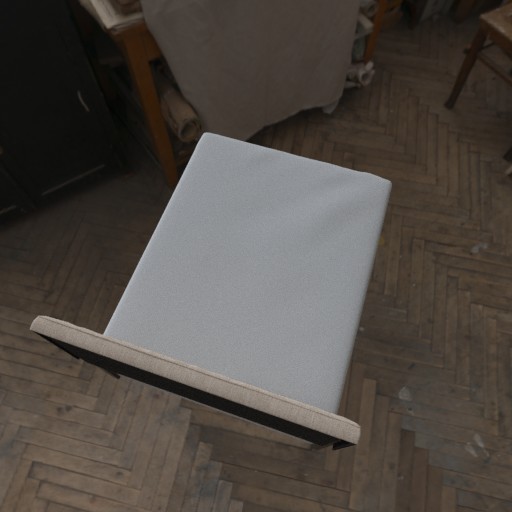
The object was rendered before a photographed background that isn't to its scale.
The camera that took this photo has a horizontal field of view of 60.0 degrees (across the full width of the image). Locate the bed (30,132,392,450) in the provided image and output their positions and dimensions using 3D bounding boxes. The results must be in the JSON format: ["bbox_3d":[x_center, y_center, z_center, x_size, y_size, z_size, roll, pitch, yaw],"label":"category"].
[{"bbox_3d":[0.000,0.000,2.942,1.643,1.270,1.978,17,65,8],"label":"bed"}]
